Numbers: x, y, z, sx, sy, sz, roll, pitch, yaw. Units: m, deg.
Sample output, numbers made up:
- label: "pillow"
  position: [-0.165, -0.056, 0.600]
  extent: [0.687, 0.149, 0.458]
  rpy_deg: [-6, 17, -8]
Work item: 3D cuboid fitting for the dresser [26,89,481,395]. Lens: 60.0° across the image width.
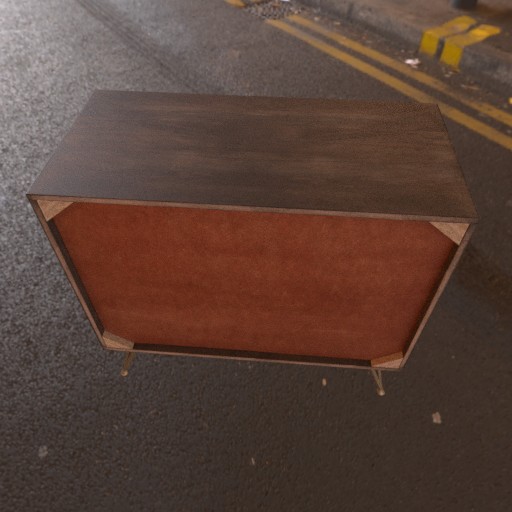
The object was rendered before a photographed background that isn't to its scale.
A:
- label: "dresser"
  position: [0.000, 0.000, 1.343]
  extent: [0.923, 0.801, 0.453]
  rpy_deg: [3, 48, 3]
